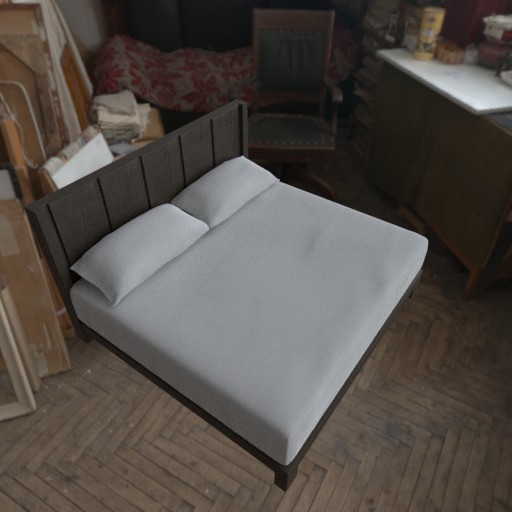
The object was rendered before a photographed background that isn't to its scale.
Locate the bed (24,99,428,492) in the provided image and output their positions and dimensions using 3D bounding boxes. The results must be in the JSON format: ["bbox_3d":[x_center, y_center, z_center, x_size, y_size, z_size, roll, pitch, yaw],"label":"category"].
[{"bbox_3d":[0.000,0.000,3.365,2.012,1.270,2.134,26,47,27],"label":"bed"}]
